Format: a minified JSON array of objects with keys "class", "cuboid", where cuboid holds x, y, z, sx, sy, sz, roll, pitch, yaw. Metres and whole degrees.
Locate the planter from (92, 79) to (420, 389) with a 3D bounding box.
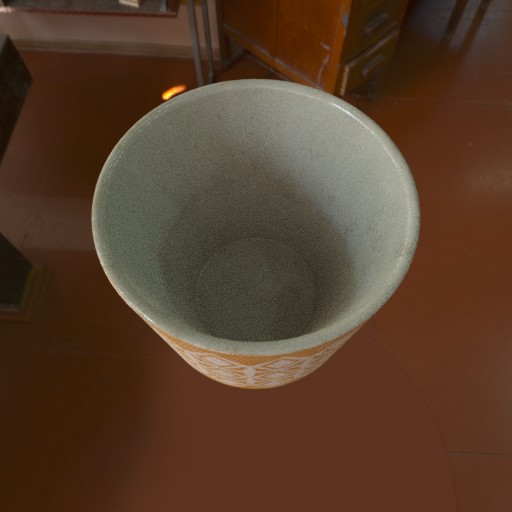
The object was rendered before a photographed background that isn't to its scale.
[{"class":"planter","cuboid":[0.000,0.000,0.336,0.193,0.165,0.193,0,63,0]}]
